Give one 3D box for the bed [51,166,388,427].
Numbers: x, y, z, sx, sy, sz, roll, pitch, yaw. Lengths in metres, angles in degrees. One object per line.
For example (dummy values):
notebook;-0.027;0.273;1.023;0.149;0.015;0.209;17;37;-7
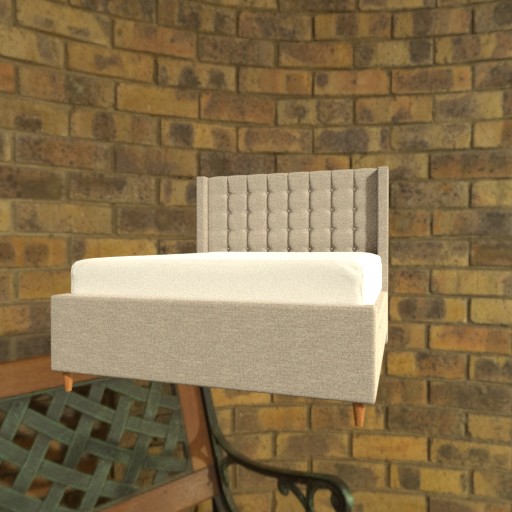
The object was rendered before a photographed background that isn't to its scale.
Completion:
bed;0.000;0.000;3.677;2.044;1.748;2.372;0;1;18
